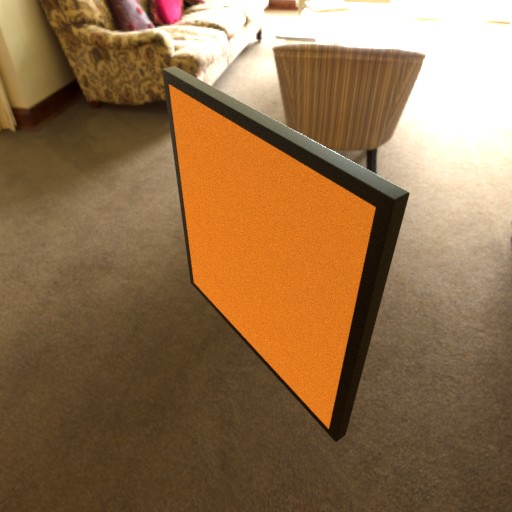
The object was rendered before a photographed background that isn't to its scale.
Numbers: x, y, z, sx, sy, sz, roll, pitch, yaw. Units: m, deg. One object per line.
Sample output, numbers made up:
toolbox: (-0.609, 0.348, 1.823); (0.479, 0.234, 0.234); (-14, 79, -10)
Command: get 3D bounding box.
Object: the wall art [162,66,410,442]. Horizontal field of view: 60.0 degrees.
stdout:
wall art: (0.000, 0.000, 1.159); (0.038, 0.761, 0.755); (-26, 47, -27)
